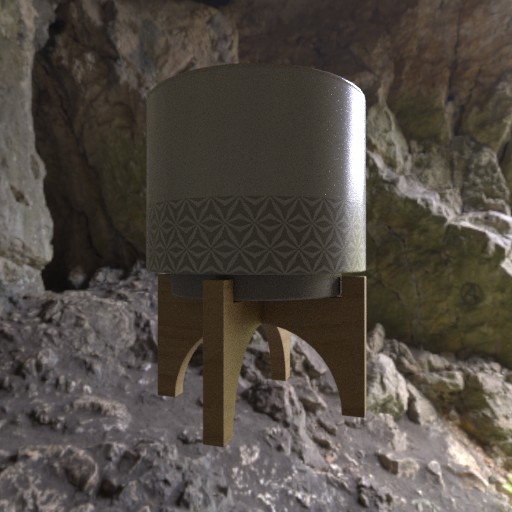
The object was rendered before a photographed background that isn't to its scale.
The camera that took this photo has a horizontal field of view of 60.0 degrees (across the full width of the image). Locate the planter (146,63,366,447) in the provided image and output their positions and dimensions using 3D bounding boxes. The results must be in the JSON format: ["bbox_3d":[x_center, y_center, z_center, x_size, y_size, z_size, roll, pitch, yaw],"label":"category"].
[{"bbox_3d":[0.000,0.000,0.392,0.188,0.260,0.188,0,0,0],"label":"planter"}]
